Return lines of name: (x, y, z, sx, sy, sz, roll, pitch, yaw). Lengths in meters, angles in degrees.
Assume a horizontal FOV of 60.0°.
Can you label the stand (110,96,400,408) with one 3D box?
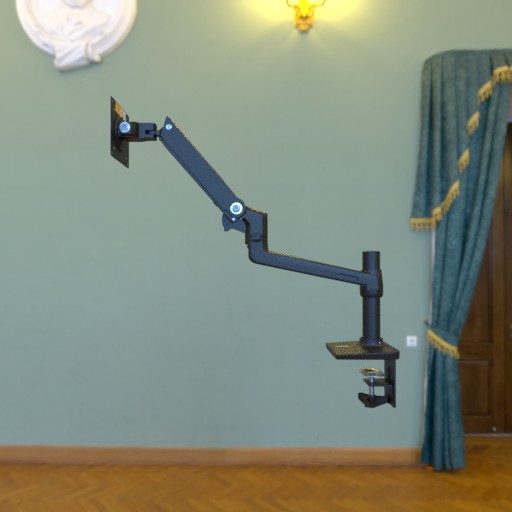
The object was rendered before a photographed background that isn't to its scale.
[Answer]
stand: (0.000, 0.000, 1.057, 0.650, 0.713, 0.152, 0, -1, -1)
